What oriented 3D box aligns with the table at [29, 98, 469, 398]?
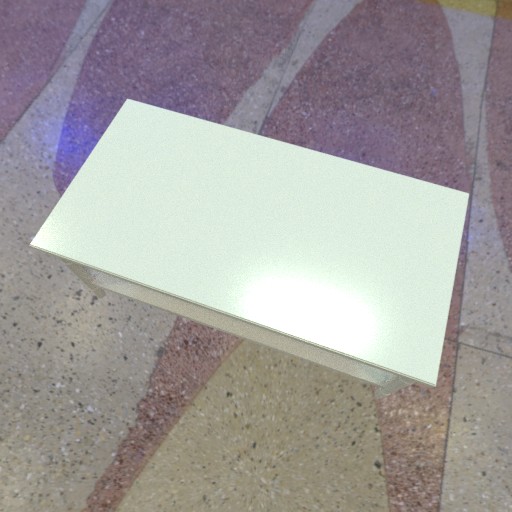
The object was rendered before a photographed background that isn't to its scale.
[{"bbox_3d":[0.000,0.000,1.403,1.067,0.457,0.559,18,65,9],"label":"table"}]
